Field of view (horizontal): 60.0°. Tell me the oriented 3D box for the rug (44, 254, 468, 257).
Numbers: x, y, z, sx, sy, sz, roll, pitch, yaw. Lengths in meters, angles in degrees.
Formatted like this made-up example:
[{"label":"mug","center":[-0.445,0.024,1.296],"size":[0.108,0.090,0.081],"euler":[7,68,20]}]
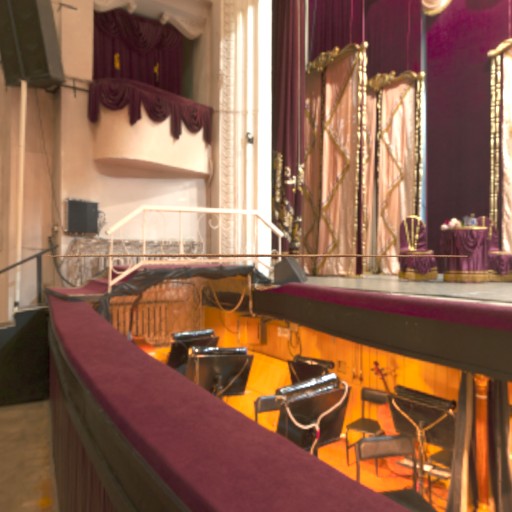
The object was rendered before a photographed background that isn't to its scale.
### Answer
[{"label":"rug","center":[0.000,0.000,2.716],"size":[2.135,0.013,1.524],"euler":[0,0,-36]}]
